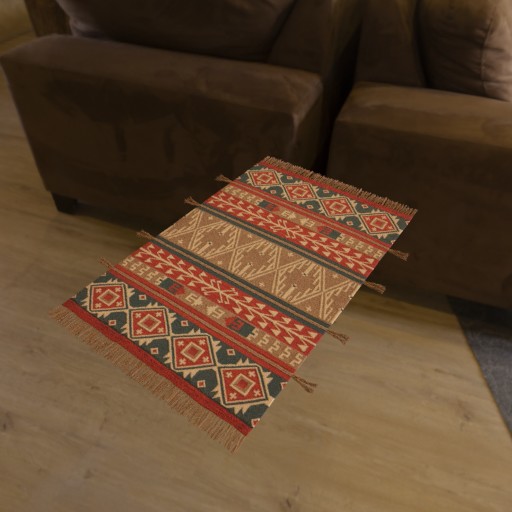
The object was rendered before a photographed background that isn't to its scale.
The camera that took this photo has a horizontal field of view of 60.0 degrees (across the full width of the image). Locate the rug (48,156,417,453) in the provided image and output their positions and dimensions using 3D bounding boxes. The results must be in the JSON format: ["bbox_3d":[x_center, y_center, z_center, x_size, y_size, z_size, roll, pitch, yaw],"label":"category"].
[{"bbox_3d":[0.000,0.000,2.627,1.469,0.040,2.025,26,48,26],"label":"rug"}]
